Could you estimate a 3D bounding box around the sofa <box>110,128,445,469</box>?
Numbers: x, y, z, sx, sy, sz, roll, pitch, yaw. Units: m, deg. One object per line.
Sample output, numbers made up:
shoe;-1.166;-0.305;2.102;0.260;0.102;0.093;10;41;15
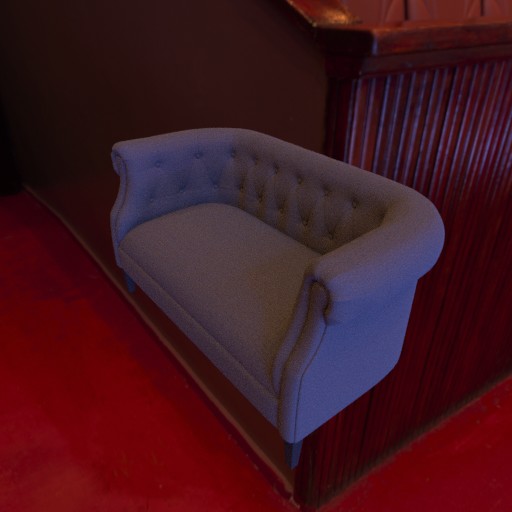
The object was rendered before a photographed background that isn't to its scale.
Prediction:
sofa;0.000;0.000;2.015;0.835;0.827;1.558;-22;38;-32
